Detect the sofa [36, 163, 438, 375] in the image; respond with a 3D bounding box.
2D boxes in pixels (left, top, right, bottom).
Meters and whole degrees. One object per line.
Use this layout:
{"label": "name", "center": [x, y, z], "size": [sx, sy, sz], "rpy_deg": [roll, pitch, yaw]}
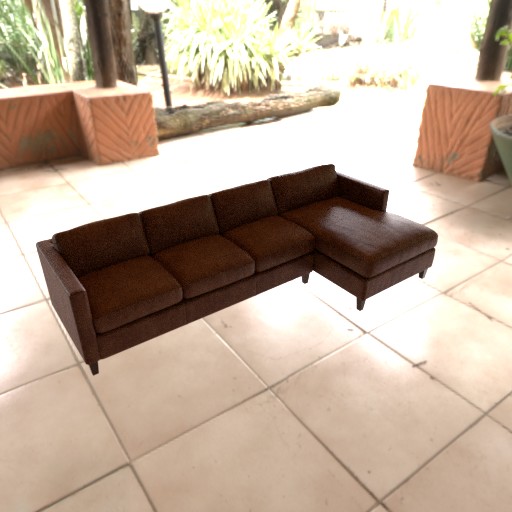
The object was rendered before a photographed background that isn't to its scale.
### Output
{"label": "sofa", "center": [0.000, 0.000, 3.933], "size": [3.203, 0.883, 1.581], "rpy_deg": [-20, 35, -31]}
